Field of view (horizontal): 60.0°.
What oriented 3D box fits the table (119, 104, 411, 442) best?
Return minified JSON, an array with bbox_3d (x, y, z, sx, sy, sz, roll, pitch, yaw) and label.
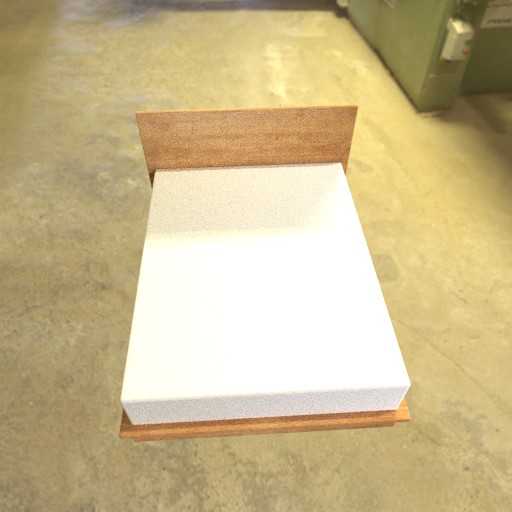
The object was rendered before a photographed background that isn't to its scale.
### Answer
[{"bbox_3d":[0.000,0.000,3.074,1.707,1.041,2.149,-3,48,-2],"label":"table"}]
